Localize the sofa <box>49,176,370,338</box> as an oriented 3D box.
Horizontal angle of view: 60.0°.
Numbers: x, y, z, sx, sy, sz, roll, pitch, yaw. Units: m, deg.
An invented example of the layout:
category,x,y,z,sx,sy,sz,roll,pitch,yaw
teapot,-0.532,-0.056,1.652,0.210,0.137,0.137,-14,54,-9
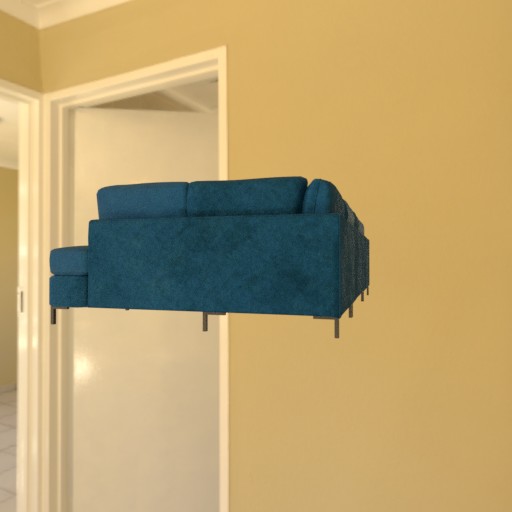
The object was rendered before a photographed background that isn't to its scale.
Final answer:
category,x,y,z,sx,sy,sz,roll,pitch,yaw
sofa,0.000,0.000,4.463,2.055,0.992,3.434,0,-1,17
